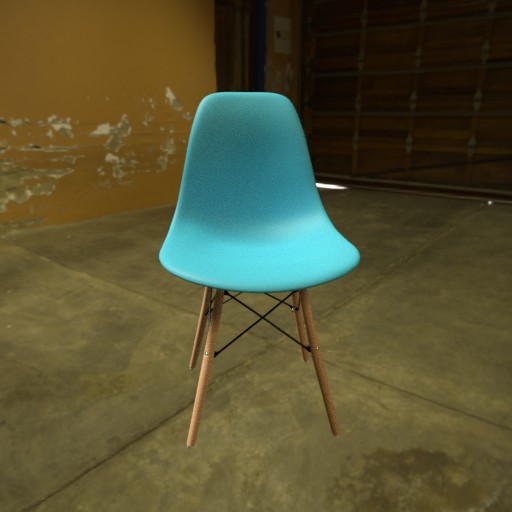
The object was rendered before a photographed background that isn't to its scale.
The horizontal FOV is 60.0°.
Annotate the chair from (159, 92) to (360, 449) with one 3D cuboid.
[{"bbox_3d":[0.000,0.000,1.140,0.470,0.826,0.531,-2,17,-6],"label":"chair"}]
